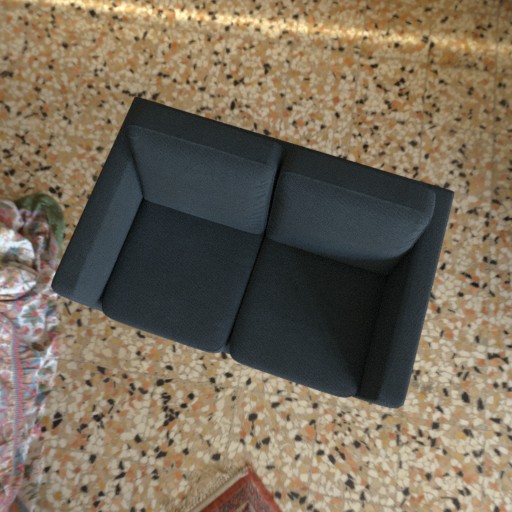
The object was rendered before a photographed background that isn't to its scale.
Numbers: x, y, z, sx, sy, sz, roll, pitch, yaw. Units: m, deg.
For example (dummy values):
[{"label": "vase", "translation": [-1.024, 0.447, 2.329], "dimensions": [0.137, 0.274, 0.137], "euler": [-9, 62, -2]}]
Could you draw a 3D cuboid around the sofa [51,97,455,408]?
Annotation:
[{"label": "sofa", "translation": [0.000, 0.000, 2.122], "dimensions": [1.518, 0.930, 0.999], "euler": [18, 77, 4]}]
